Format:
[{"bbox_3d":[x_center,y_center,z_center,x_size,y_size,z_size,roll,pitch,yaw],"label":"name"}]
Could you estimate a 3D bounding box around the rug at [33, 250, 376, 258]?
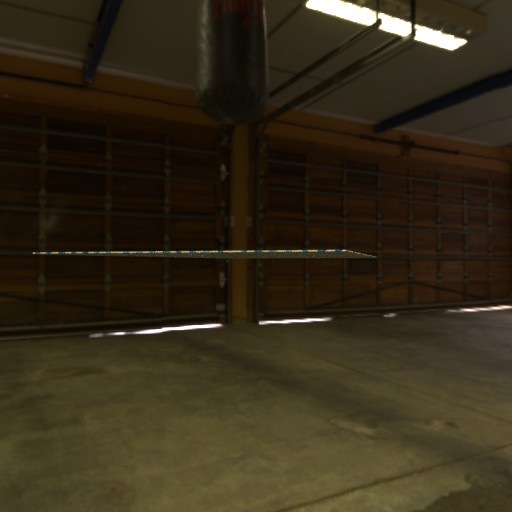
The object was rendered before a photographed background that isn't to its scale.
[{"bbox_3d":[0.000,0.000,3.112,1.531,0.008,2.439,0,-1,18],"label":"rug"}]
